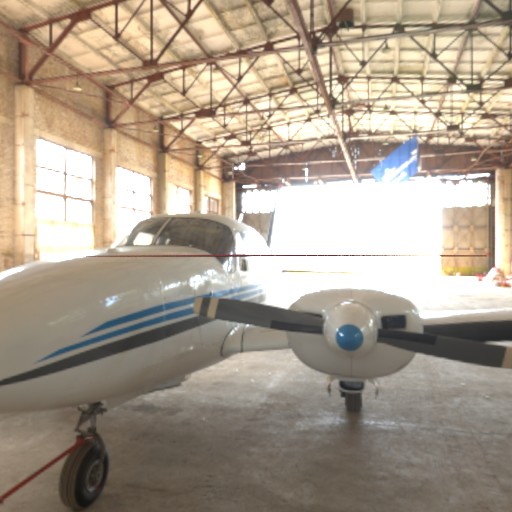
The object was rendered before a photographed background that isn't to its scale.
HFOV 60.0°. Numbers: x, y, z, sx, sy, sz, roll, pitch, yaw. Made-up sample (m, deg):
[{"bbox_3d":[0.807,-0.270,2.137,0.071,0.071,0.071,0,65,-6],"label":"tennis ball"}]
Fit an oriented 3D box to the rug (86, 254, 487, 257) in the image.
[{"bbox_3d":[0.000,0.000,2.329,1.209,0.008,1.814,0,0,-38],"label":"rug"}]
